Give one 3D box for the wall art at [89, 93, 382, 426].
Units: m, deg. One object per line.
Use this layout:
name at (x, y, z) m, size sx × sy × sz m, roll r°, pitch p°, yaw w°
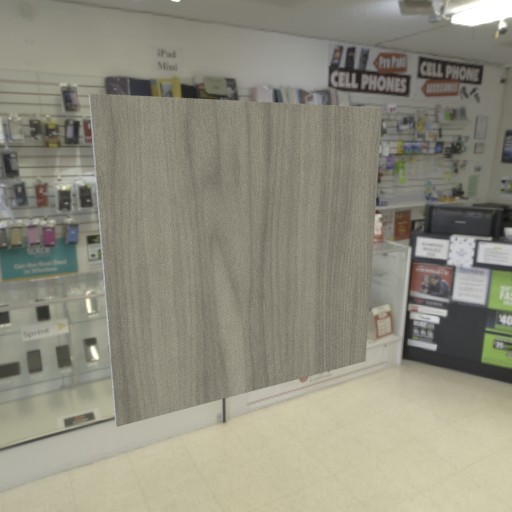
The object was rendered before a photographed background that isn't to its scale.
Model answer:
wall art at (0.000, 0.000, 0.769) m, size 0.508 × 0.507 × 0.016 m, roll -7°, pitch 15°, yaw -26°
